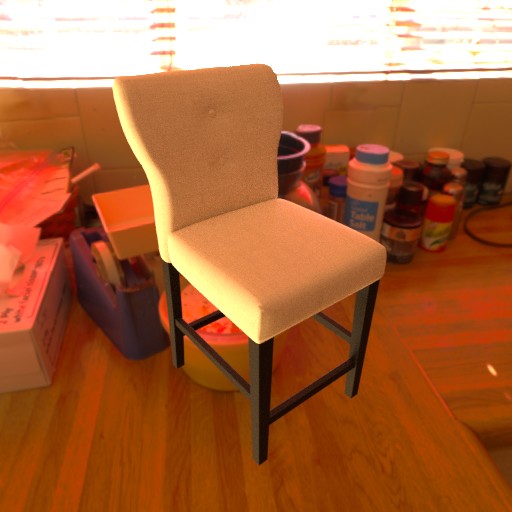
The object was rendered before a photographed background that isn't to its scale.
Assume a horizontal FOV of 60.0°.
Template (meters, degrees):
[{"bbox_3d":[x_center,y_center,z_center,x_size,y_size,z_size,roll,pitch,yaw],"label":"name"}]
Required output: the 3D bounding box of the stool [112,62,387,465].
[{"bbox_3d":[0.000,0.000,1.304,0.514,0.972,0.603,-22,37,-32],"label":"stool"}]
